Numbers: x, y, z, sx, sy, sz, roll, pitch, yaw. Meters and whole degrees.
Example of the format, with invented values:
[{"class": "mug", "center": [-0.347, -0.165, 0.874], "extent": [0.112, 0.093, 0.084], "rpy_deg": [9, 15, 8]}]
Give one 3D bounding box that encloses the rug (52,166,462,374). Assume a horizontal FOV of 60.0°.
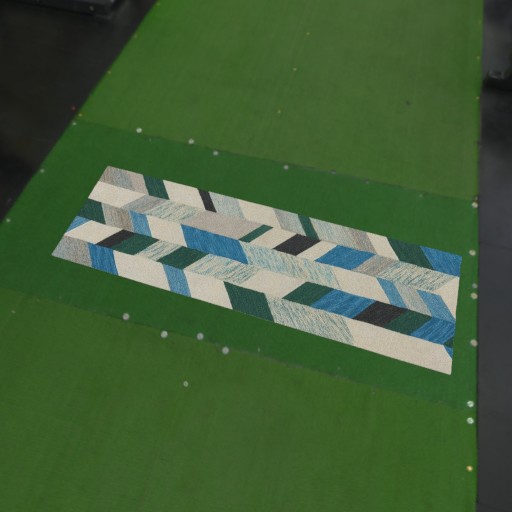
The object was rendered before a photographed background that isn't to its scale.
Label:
[{"class": "rug", "center": [0.000, 0.000, 2.748], "extent": [2.437, 0.008, 0.774], "rpy_deg": [15, 61, 9]}]
